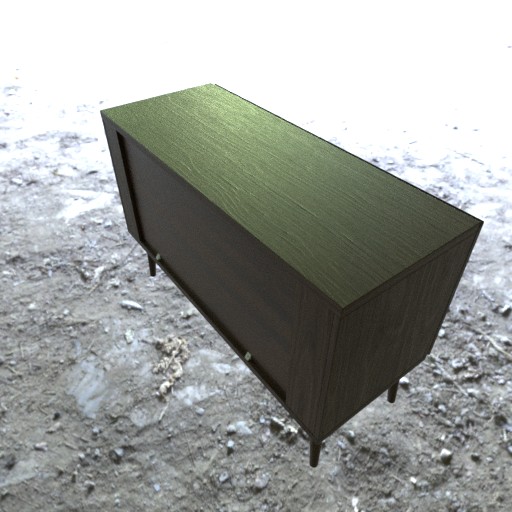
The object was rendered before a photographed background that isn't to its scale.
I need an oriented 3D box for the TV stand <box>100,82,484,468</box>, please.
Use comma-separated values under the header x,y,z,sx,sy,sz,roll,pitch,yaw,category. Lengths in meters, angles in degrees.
x,y,z,sx,sy,sz,roll,pitch,yaw,category
0.000,0.000,1.308,0.405,0.660,0.990,-26,47,-27,TV stand
